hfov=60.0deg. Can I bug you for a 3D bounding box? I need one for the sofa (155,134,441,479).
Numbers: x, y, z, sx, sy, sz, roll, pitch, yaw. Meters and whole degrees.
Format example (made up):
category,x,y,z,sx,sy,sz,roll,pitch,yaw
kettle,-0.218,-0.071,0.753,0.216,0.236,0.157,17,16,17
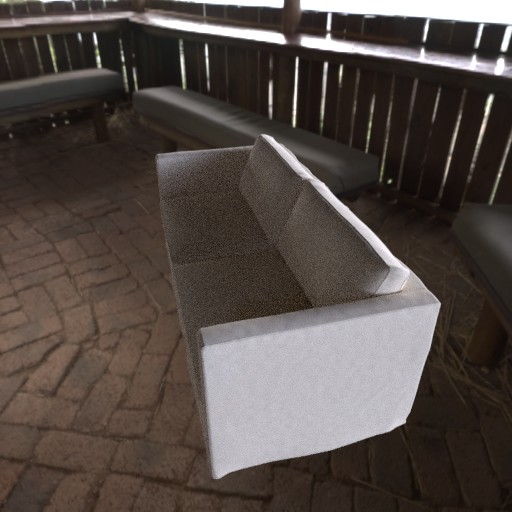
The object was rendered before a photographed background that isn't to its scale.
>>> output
category,x,y,z,sx,sy,sz,roll,pitch,yaw
sofa,0.000,0.000,2.509,0.940,0.870,1.987,-8,33,-13
